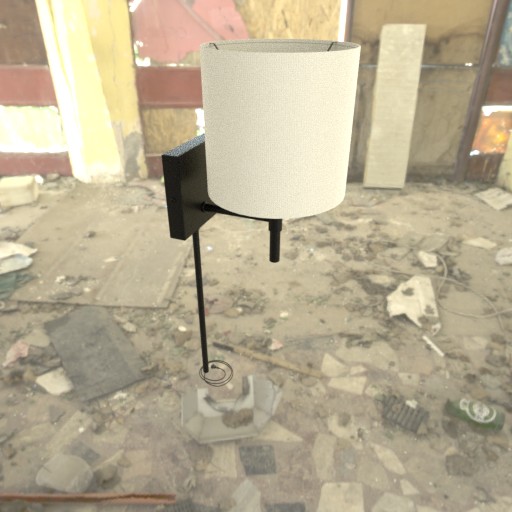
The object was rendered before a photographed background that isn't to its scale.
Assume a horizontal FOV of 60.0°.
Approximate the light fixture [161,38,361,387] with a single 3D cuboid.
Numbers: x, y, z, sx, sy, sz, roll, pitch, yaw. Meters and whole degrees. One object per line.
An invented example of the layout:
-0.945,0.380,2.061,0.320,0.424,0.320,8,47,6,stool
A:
0.000,0.000,0.680,0.248,0.589,0.188,11,32,19,light fixture
